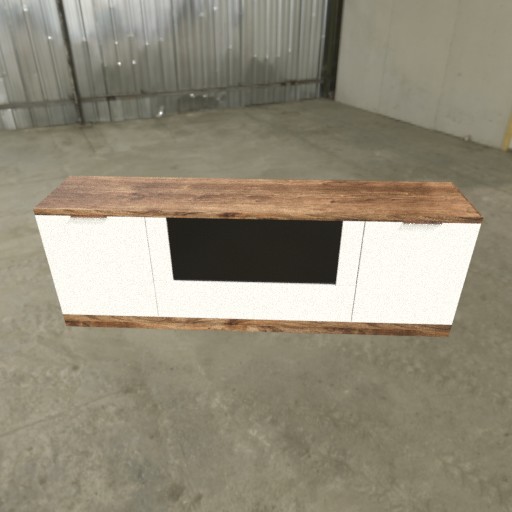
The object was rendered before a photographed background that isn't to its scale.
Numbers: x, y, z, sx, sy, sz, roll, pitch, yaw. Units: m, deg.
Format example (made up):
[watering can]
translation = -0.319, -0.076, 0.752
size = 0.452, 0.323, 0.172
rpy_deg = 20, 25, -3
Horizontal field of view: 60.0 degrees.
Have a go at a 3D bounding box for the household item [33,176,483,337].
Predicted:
[household item]
translation = 0.000, 0.000, 2.081
size = 1.800, 0.615, 0.390
rpy_deg = 1, 31, 2
